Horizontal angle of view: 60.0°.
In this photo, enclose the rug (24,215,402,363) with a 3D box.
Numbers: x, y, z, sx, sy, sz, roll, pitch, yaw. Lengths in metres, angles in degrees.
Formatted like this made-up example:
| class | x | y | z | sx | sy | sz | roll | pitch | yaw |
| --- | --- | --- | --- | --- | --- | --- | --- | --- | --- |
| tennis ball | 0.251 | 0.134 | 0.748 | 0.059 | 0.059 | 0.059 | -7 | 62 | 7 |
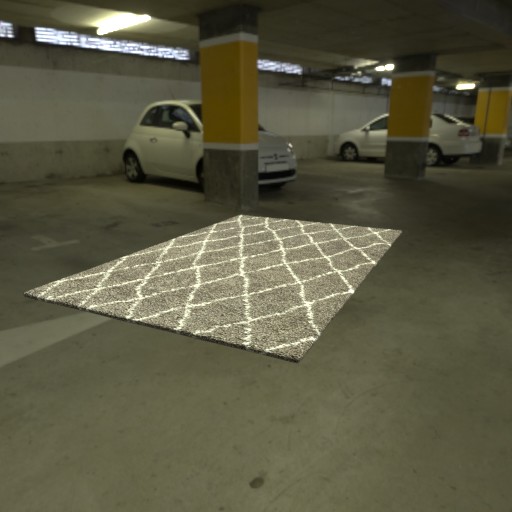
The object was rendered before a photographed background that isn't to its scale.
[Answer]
| class | x | y | z | sx | sy | sz | roll | pitch | yaw |
| --- | --- | --- | --- | --- | --- | --- | --- | --- | --- |
| rug | 0.000 | 0.000 | 3.461 | 1.778 | 0.030 | 2.743 | 8 | 18 | 25 |
